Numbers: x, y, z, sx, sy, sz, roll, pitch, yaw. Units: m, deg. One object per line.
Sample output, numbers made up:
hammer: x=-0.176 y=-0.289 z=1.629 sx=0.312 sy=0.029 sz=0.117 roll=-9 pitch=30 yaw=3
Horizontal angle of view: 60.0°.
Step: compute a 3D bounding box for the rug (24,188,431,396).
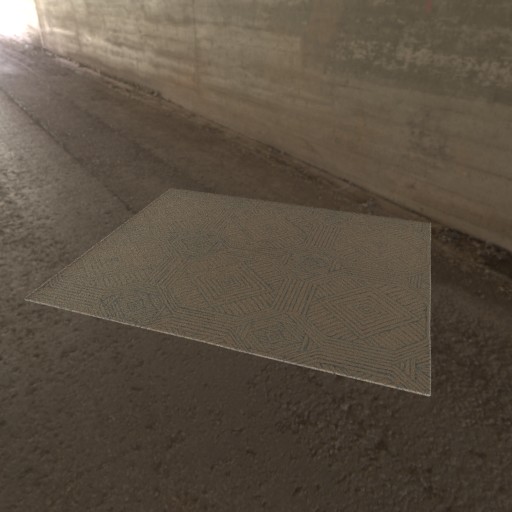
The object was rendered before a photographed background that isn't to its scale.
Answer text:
rug: x=0.000 y=0.000 z=4.085 sx=3.049 sy=0.015 sz=2.457 roll=10 pitch=32 yaw=16
